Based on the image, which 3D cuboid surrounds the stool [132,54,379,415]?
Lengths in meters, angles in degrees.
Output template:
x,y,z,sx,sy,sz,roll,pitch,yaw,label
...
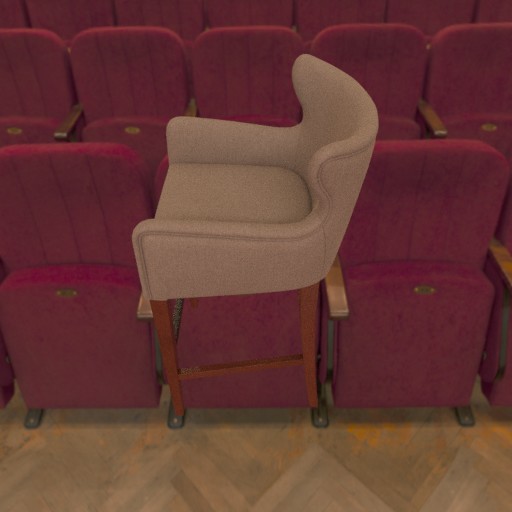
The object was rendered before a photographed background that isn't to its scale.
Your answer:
x,y,z,sx,sy,sz,roll,pitch,yaw,label
0.000,0.000,1.400,0.575,1.047,0.575,0,43,0,stool
